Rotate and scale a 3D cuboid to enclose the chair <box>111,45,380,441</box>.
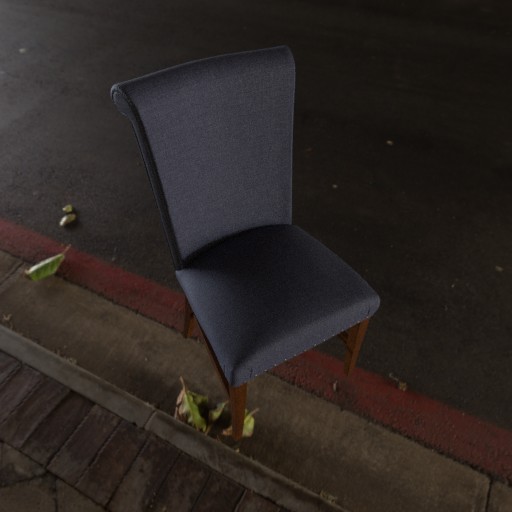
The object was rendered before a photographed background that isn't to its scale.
[{"bbox_3d":[0.000,0.000,1.346,0.513,0.988,0.608,-23,50,-21],"label":"chair"}]
